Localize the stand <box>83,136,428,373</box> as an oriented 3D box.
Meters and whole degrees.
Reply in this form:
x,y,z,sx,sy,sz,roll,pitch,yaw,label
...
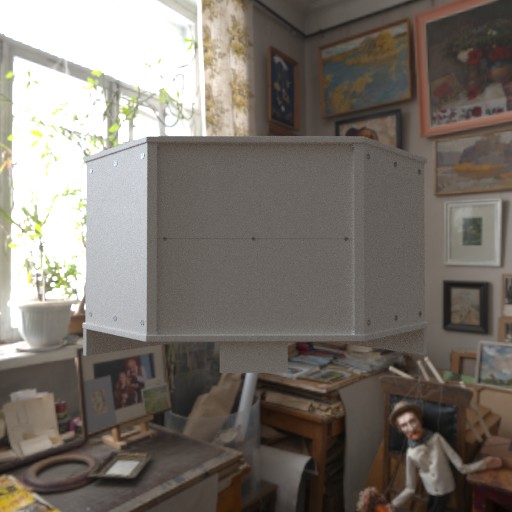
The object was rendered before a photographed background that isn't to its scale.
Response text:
x,y,z,sx,sy,sz,roll,pitch,yaw,label
0.000,0.000,1.378,1.072,0.614,0.477,0,-1,-1,stand
